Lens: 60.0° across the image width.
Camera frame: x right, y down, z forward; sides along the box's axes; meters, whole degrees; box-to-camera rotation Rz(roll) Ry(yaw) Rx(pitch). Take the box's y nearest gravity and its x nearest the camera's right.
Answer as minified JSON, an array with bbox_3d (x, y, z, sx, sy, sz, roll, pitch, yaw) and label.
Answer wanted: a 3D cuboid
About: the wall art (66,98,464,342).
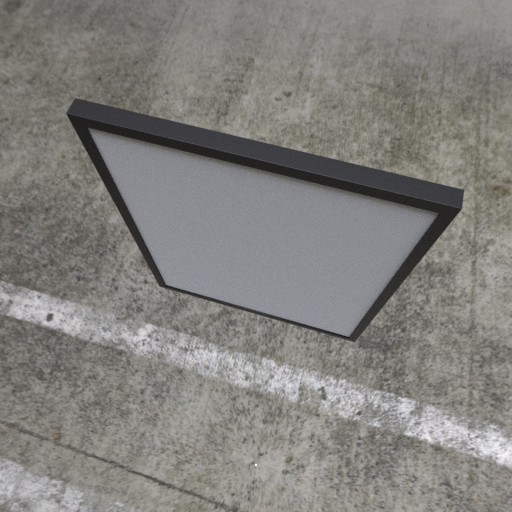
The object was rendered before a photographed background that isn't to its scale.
[{"bbox_3d":[0.000,0.000,0.532,0.325,0.397,0.018,15,66,7],"label":"wall art"}]
